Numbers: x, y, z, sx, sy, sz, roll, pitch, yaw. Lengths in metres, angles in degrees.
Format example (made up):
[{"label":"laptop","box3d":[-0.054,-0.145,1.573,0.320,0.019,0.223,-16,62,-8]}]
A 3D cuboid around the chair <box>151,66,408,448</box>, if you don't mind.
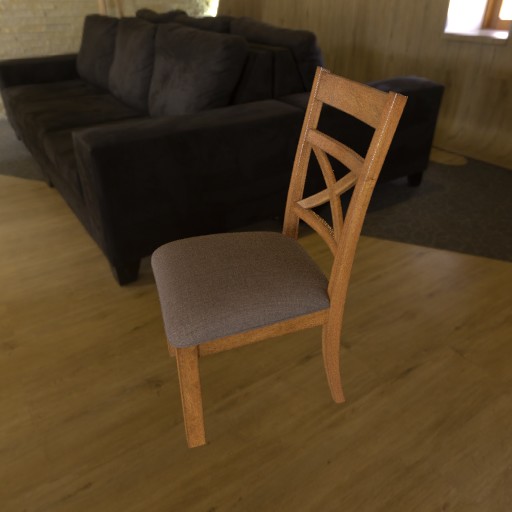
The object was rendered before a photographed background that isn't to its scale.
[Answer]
[{"label":"chair","box3d":[0.000,0.000,1.287,0.581,0.949,0.470,-9,32,-15]}]
